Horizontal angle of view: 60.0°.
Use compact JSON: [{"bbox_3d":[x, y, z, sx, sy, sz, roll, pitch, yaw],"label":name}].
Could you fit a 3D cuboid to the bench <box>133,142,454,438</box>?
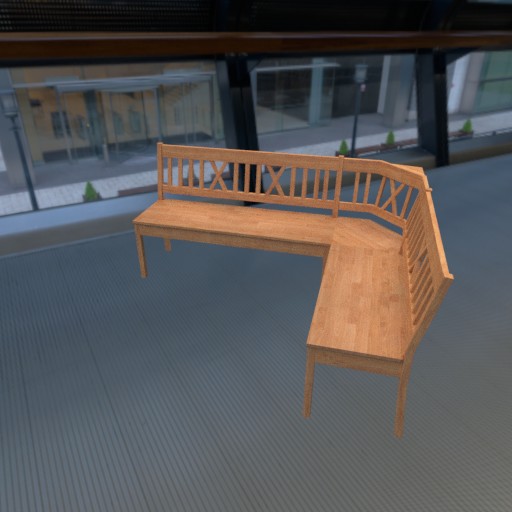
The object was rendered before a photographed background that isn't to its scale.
[{"bbox_3d":[0.000,0.000,2.745,1.937,0.902,1.537,7,30,13],"label":"bench"}]
